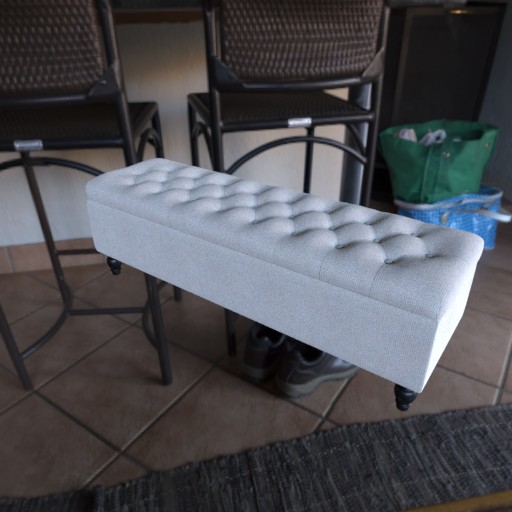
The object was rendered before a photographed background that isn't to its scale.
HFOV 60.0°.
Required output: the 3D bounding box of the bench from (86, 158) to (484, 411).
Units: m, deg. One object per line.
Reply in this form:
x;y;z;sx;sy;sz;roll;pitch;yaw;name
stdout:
0.000;0.000;1.716;1.480;0.467;0.455;19;34;31;bench
